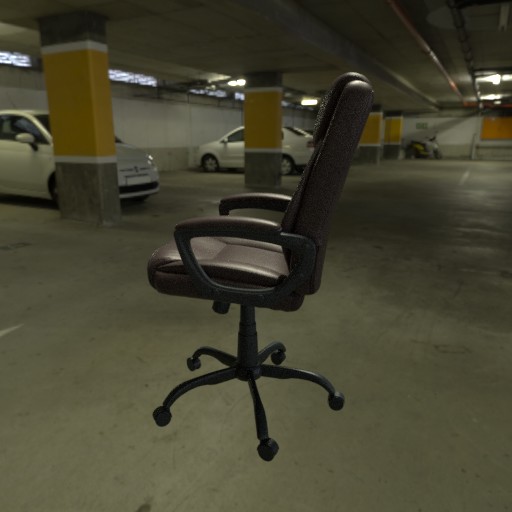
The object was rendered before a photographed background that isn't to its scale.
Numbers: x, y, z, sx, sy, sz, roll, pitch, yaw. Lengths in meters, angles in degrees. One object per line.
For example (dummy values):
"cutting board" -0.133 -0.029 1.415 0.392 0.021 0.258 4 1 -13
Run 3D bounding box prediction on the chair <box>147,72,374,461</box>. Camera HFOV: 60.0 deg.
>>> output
"chair" 0.000 0.000 1.449 0.655 1.072 0.615 2 15 9
